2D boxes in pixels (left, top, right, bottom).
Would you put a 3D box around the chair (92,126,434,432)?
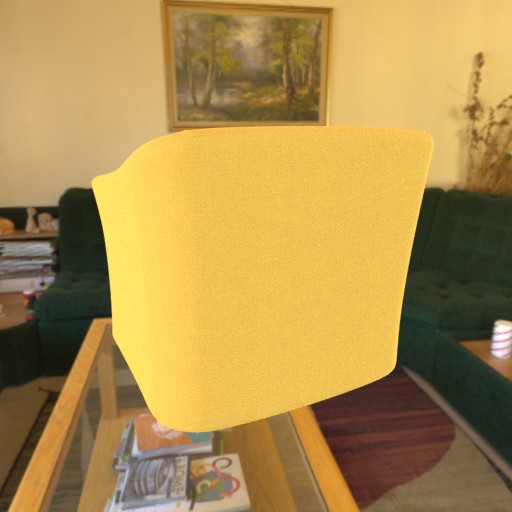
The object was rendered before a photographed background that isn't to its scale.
[{"bbox_3d":[0.000,0.000,1.298,0.790,0.720,0.700,-8,17,-26],"label":"chair"}]
